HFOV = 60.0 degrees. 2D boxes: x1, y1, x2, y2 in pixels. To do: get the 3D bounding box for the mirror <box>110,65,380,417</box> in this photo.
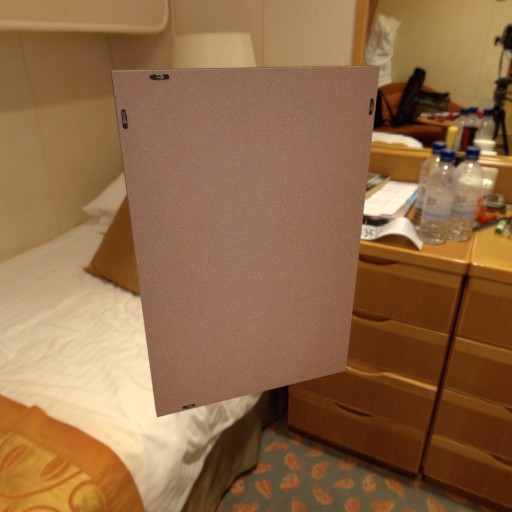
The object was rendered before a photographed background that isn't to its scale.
[{"bbox_3d":[0.000,0.000,1.168,0.609,0.915,0.040,-9,27,-17],"label":"mirror"}]
